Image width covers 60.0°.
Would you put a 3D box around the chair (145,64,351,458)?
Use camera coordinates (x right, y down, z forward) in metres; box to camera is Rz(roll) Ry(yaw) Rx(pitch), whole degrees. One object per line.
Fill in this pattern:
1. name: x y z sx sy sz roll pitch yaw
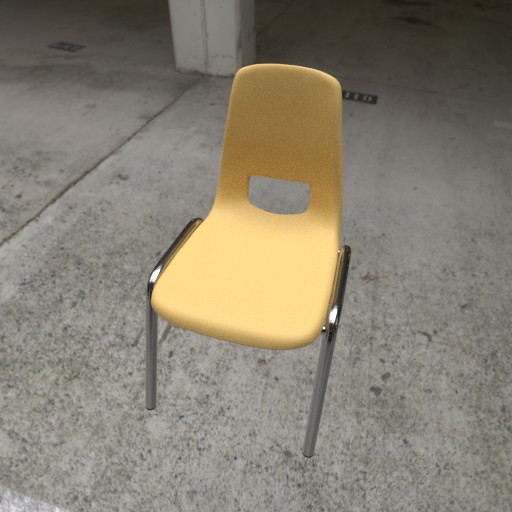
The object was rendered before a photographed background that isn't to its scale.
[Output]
1. chair: 0.000 0.000 0.841 0.354 0.586 0.423 11 42 13
